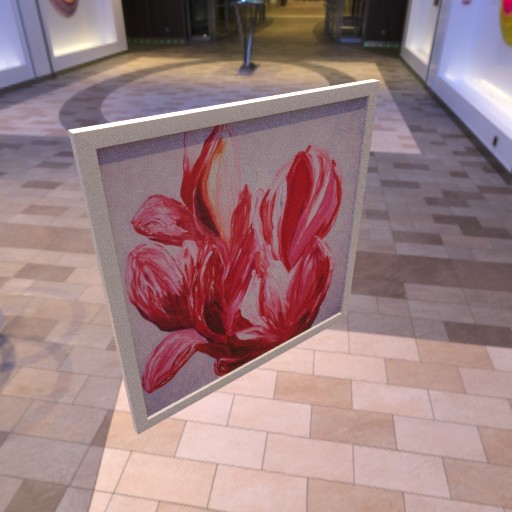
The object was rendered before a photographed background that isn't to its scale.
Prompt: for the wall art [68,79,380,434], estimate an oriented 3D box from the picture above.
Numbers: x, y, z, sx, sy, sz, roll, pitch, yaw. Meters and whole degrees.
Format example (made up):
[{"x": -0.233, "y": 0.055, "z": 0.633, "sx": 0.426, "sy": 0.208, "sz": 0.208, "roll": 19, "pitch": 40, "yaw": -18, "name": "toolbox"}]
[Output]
[{"x": 0.000, "y": 0.000, "z": 0.974, "sx": 0.664, "sy": 0.661, "sz": 0.020, "roll": -22, "pitch": 38, "yaw": -31, "name": "wall art"}]
